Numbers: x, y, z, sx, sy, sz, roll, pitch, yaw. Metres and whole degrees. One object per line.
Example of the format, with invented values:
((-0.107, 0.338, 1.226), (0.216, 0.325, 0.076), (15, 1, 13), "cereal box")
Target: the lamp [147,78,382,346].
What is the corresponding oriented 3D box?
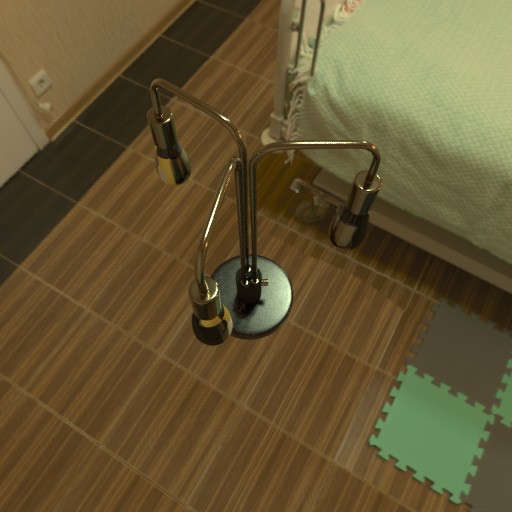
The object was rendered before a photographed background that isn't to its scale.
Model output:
((0.000, 0.000, 0.795), (0.368, 0.560, 0.355), (1, 64, 1), "lamp")
